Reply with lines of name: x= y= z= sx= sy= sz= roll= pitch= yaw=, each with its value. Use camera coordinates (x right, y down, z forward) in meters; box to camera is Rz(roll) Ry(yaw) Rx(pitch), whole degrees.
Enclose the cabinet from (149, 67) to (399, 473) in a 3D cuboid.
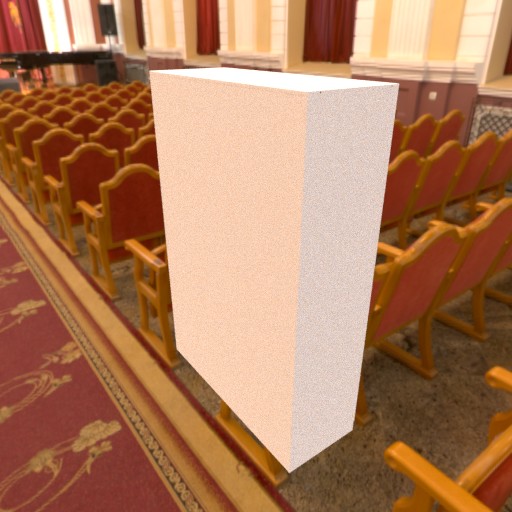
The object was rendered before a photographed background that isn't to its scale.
cabinet: x=0.000 y=0.000 z=2.533 sx=0.510 sy=1.910 sz=1.290 roll=-18 pitch=32 yaw=-32
